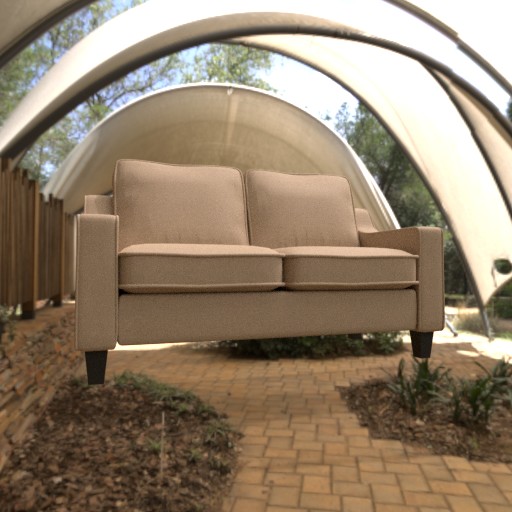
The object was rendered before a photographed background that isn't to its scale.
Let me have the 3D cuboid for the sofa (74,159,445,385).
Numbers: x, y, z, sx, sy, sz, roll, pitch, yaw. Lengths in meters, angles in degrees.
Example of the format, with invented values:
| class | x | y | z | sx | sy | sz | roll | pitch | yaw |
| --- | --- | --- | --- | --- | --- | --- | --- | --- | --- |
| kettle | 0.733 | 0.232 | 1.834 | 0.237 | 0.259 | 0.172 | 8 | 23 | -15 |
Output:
| class | x | y | z | sx | sy | sz | roll | pitch | yaw |
| --- | --- | --- | --- | --- | --- | --- | --- | --- | --- |
| sofa | 0.000 | 0.000 | 3.511 | 2.587 | 1.562 | 1.351 | 1 | -2 | -19 |
